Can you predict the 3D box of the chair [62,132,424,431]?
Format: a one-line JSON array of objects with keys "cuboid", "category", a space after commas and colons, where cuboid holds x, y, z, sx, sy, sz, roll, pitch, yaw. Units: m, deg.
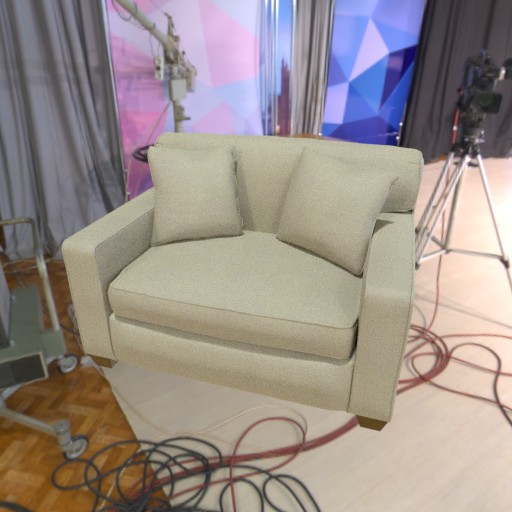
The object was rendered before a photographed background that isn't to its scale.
[{"cuboid": [0.000, 0.000, 2.071, 1.383, 0.948, 1.000, 8, 28, 15], "category": "chair"}]
